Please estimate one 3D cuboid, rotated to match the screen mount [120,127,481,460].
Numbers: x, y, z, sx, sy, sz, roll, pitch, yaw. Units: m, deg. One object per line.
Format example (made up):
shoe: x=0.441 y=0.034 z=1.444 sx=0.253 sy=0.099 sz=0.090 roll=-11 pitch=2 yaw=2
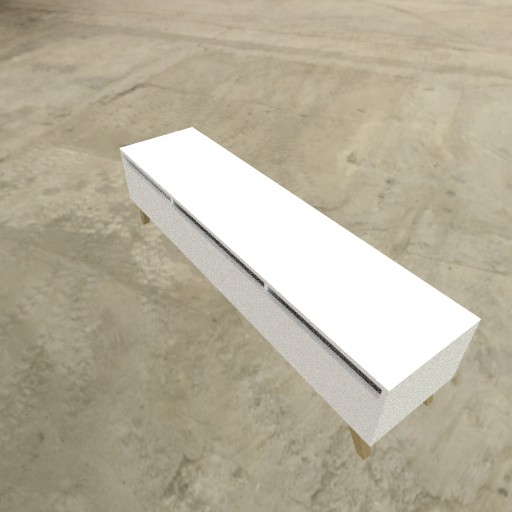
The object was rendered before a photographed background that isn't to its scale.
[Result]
screen mount: x=0.000 y=0.000 z=1.833 sx=0.399 sy=0.432 sz=1.644 roll=-25 pitch=46 yaw=-27
